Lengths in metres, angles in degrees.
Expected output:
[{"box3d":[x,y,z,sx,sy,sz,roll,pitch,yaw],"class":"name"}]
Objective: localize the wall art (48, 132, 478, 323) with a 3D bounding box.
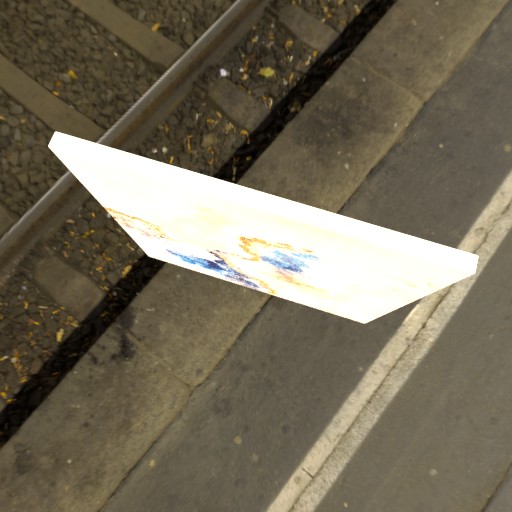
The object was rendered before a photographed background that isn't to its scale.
[{"box3d":[0.000,0.000,1.313,0.889,0.889,0.038,17,76,4],"class":"wall art"}]
